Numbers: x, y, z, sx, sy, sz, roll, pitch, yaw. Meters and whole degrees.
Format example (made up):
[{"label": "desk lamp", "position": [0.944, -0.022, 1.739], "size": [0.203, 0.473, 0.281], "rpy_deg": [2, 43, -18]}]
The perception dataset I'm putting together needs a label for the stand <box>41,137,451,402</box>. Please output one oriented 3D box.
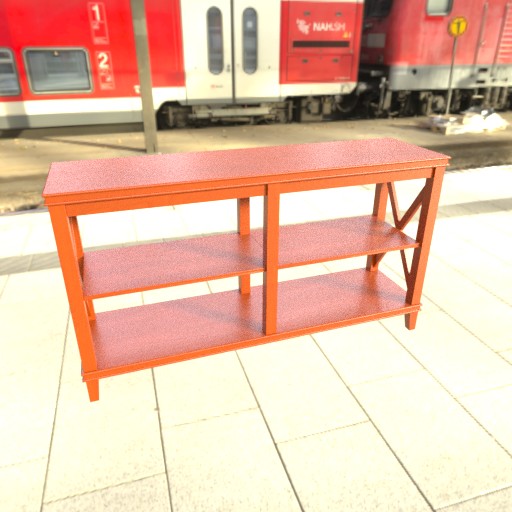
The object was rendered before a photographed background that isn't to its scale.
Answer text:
[{"label": "stand", "position": [0.000, 0.000, 1.739], "size": [1.372, 0.762, 0.381], "rpy_deg": [-9, 27, -17]}]
